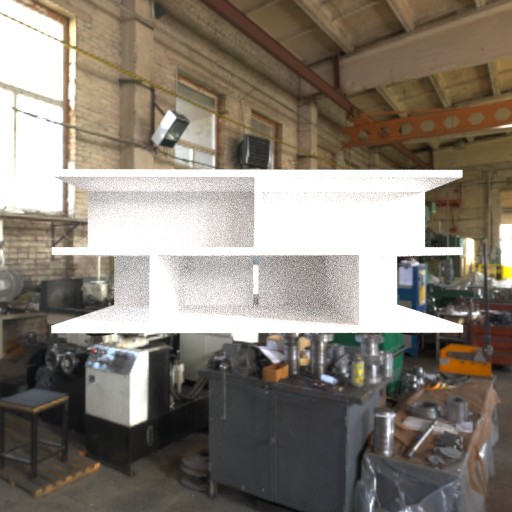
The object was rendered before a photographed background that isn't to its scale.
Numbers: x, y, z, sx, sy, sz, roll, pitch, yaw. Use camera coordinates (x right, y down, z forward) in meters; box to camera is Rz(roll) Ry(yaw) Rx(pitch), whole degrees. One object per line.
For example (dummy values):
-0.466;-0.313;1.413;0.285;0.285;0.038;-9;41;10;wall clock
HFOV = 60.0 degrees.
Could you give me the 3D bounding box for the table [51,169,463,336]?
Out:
0.000;0.000;1.104;0.700;0.289;0.700;0;0;-1;table
